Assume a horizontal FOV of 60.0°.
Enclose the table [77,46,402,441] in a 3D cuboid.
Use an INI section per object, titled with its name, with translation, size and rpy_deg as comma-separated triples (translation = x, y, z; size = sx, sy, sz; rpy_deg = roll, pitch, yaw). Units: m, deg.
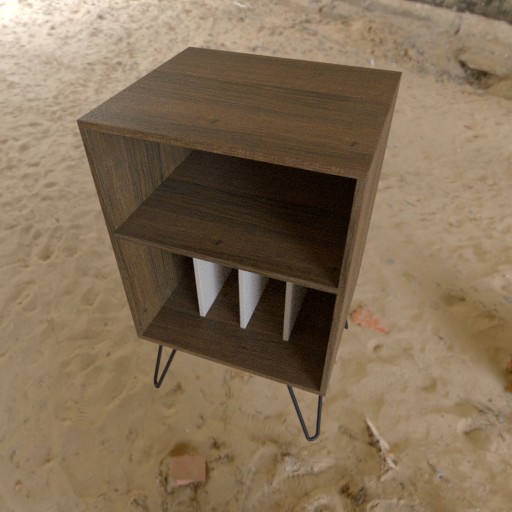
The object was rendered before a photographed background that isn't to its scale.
[table]
translation = 0.000, 0.000, 1.170
size = 0.526, 0.866, 0.457
rpy_deg = 14, 43, 15
